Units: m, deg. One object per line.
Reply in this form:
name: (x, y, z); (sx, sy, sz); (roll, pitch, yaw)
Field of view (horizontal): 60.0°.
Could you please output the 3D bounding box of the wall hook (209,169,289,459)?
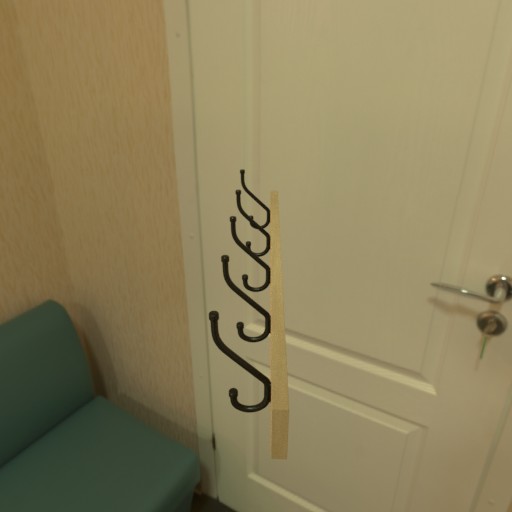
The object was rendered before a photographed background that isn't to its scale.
wall hook: (0.000, 0.000, 0.622); (0.071, 0.117, 0.571); (1, 27, 1)
